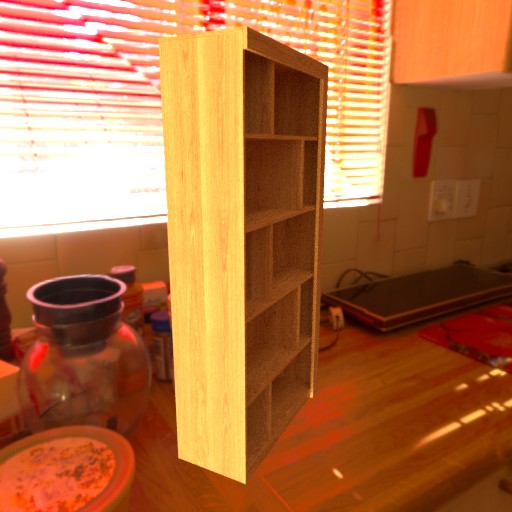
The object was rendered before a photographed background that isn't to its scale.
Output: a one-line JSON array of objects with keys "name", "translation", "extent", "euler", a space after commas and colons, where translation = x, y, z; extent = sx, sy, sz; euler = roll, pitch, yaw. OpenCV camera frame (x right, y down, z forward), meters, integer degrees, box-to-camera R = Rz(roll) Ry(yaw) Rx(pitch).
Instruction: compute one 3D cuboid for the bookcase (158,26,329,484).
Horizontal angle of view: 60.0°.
[{"name": "bookcase", "translation": [0.000, 0.000, 2.395], "extent": [0.420, 2.020, 0.950], "euler": [7, 16, 27]}]
